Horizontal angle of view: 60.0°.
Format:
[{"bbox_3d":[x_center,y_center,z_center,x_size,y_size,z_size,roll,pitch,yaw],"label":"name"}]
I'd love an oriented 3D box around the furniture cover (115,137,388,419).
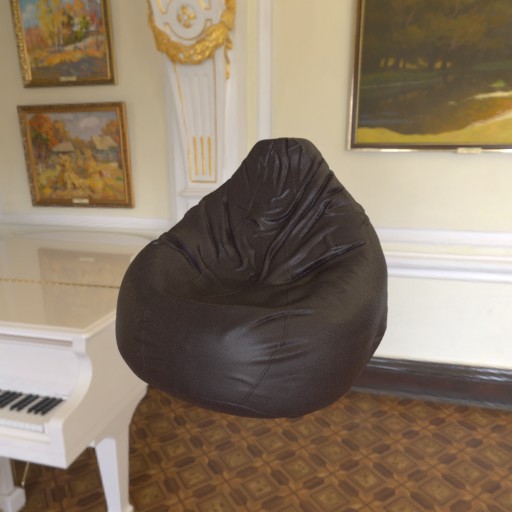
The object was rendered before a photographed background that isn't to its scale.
[{"bbox_3d":[0.000,0.000,1.888,1.070,0.990,1.070,7,15,25],"label":"furniture cover"}]
